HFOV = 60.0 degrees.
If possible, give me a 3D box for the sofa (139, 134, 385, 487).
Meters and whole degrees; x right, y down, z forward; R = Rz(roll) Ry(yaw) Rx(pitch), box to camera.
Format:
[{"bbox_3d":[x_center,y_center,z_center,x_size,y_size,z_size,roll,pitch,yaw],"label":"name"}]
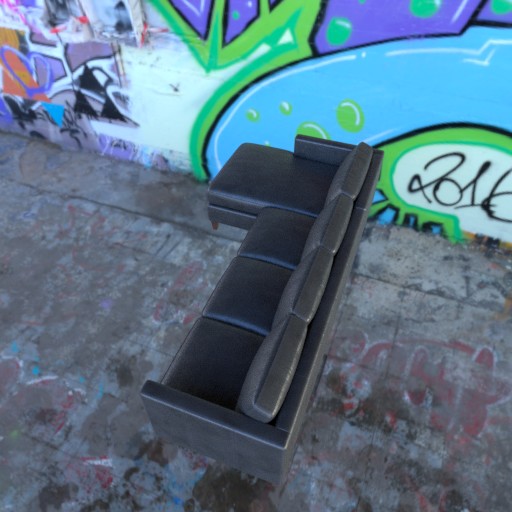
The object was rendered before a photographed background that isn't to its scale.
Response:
[{"bbox_3d":[0.000,0.000,3.864,1.581,0.883,3.203,15,47,15],"label":"sofa"}]
